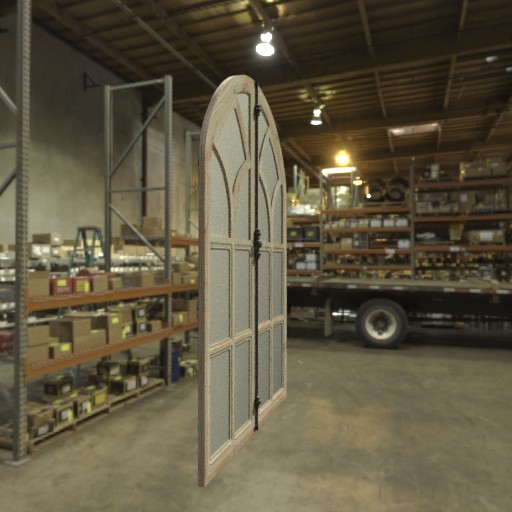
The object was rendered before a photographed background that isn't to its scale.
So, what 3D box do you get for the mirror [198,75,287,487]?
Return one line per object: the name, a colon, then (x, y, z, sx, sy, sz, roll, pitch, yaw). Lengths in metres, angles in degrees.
mirror: (0.000, 0.000, 1.163, 0.032, 0.915, 0.609, 0, 0, 19)
